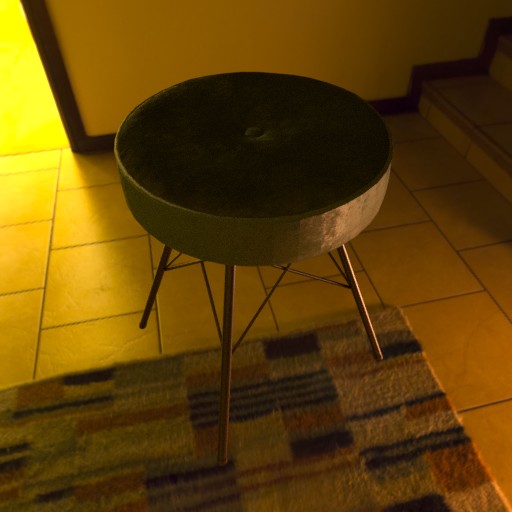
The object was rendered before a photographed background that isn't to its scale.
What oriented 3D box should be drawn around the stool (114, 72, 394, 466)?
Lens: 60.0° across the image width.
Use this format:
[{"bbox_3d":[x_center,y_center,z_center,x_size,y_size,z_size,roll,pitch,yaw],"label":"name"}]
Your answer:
[{"bbox_3d":[0.000,0.000,0.889,0.457,0.595,0.430,-25,51,-23],"label":"stool"}]
